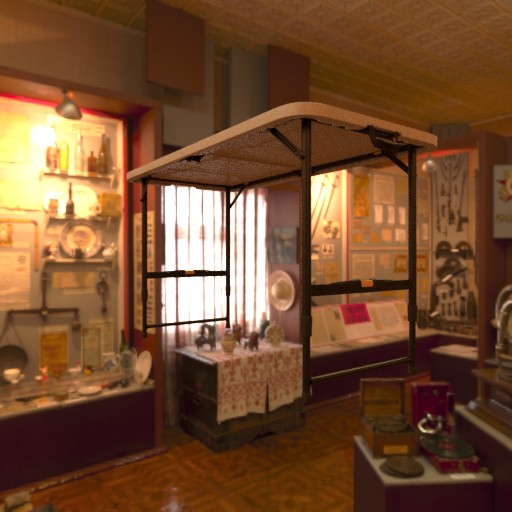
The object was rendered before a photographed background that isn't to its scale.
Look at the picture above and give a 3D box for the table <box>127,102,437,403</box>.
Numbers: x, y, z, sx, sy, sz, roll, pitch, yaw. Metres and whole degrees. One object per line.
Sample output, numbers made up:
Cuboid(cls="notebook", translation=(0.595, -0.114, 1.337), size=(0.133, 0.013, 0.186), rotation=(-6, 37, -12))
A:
Cuboid(cls="table", translation=(0.000, 0.000, 1.682), size=(0.611, 0.737, 1.245), rotation=(0, 0, -36))
